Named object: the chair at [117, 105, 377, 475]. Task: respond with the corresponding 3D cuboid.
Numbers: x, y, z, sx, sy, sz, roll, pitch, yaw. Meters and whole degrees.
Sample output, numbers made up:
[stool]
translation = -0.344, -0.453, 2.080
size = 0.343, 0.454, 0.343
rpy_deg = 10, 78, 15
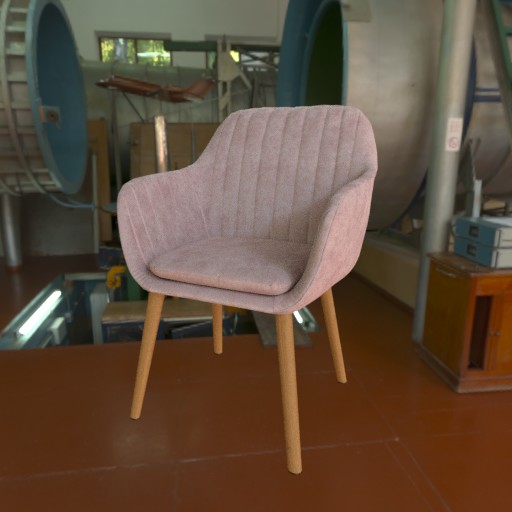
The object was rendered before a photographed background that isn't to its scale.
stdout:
[chair]
translation = 0.000, 0.000, 1.237
size = 0.610, 0.832, 0.570
rpy_deg = 7, 16, 25
